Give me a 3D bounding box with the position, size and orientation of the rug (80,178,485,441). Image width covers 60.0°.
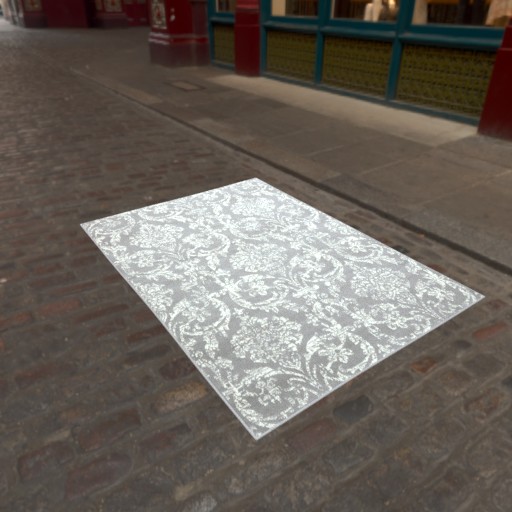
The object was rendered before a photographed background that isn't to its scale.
[{"bbox_3d":[0.000,0.000,2.851,1.578,0.014,2.206,-20,37,-30],"label":"rug"}]
